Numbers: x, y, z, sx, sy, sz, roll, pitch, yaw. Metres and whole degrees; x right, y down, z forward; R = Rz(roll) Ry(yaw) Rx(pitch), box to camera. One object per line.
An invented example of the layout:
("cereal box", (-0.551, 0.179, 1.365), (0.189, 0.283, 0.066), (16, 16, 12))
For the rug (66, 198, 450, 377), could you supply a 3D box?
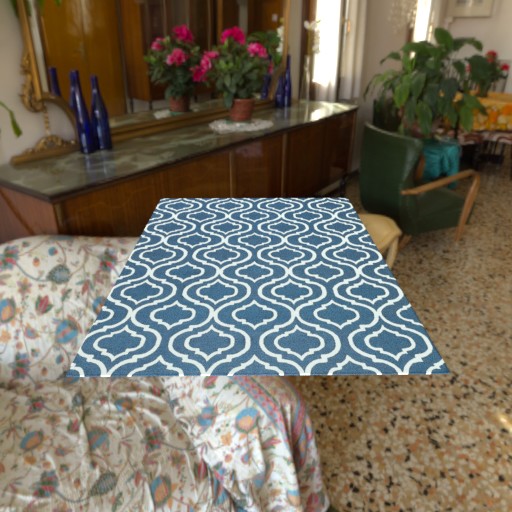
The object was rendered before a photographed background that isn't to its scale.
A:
("rug", (0.000, 0.000, 4.296), (2.438, 0.010, 3.353), (0, 27, -1))
